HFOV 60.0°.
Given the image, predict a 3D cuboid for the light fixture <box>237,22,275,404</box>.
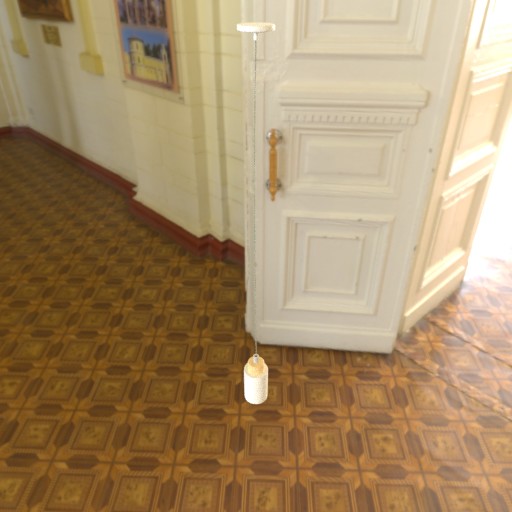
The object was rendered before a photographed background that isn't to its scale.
[{"bbox_3d":[0.000,0.000,1.932,0.125,1.798,0.125,1,33,1],"label":"light fixture"}]
